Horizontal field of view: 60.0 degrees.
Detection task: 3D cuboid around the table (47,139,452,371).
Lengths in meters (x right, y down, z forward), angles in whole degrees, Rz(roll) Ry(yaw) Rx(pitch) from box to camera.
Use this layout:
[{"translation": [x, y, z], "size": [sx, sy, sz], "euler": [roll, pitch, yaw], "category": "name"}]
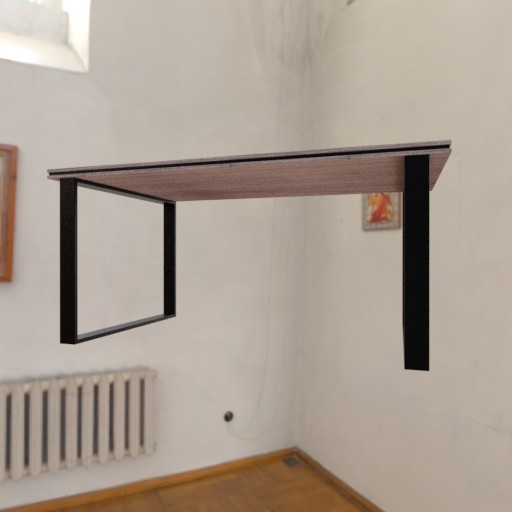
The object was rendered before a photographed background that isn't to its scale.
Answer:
[{"translation": [0.000, 0.000, 2.059], "size": [1.579, 0.736, 0.881], "euler": [0, 0, 18], "category": "table"}]
